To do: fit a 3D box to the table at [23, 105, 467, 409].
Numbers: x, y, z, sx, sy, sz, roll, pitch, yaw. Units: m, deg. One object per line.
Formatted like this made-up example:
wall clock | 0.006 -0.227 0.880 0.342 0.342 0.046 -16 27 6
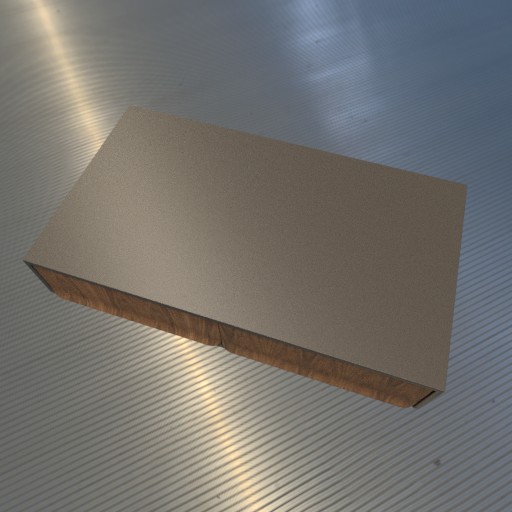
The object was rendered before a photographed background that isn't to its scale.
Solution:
table | 0.000 0.000 1.523 1.201 0.404 0.703 16 61 9
